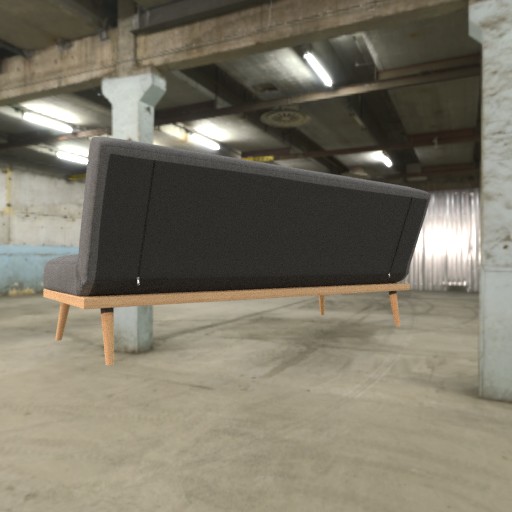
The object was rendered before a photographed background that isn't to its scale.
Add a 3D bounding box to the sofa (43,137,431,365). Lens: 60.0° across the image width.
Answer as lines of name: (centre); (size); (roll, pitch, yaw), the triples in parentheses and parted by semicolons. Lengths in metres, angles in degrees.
sofa: (0.000, 0.000, 2.214); (1.820, 0.770, 0.820); (1, -1, -36)
